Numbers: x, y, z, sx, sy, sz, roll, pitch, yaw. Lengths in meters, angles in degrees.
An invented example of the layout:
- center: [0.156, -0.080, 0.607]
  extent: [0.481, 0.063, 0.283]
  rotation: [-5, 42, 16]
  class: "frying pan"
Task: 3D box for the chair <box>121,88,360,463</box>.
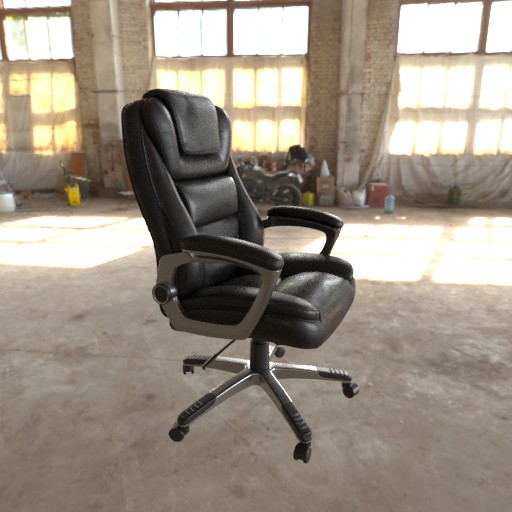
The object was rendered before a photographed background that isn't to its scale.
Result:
- center: [0.000, 0.000, 1.501]
  extent: [0.689, 1.075, 0.697]
  rotation: [7, 17, 25]
  class: "chair"
